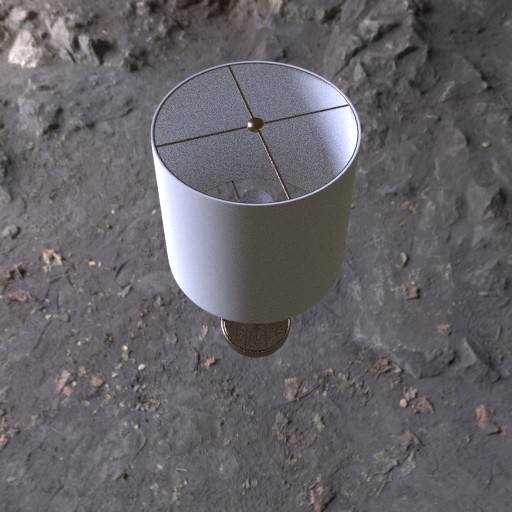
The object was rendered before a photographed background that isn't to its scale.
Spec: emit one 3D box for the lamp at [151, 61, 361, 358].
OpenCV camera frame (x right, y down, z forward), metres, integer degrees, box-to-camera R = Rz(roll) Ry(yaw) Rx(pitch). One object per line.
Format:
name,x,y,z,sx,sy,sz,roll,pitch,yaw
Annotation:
lamp,0.000,0.000,0.804,0.303,0.618,0.303,0,57,0
